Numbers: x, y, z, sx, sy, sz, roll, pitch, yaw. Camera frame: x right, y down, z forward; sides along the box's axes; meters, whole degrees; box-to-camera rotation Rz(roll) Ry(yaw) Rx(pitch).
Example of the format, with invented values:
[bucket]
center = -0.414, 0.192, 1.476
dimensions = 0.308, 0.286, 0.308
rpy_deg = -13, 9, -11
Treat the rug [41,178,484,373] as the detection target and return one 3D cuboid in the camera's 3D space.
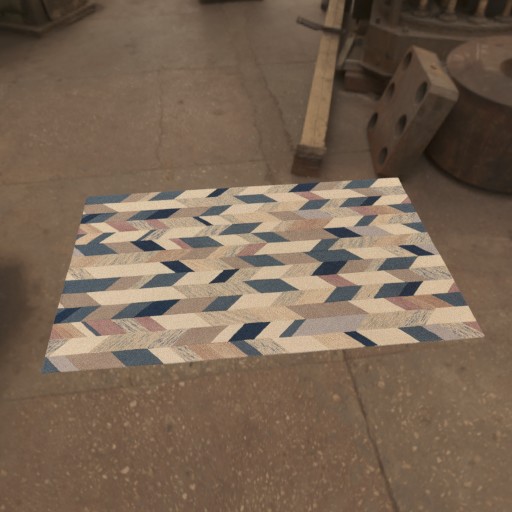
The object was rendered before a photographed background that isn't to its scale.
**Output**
[rug]
center = 0.000, 0.000, 2.921
dimensions = 2.423, 0.008, 1.513
rpy_deg = -4, 46, -4
